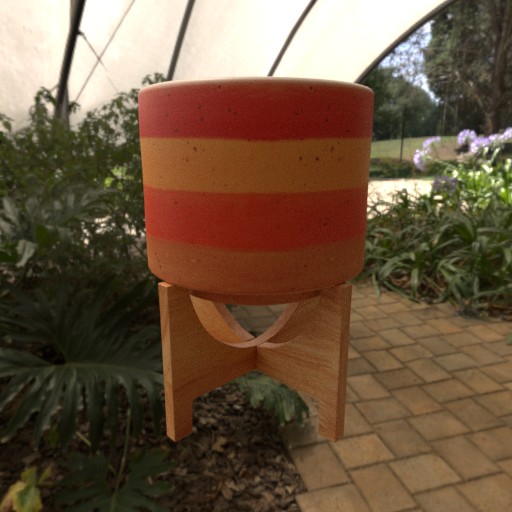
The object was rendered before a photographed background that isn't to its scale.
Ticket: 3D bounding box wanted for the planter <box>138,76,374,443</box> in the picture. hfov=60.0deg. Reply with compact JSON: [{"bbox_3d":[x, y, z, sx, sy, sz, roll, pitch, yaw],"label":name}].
[{"bbox_3d":[0.000,0.000,0.544,0.269,0.379,0.269,0,14,0],"label":"planter"}]
